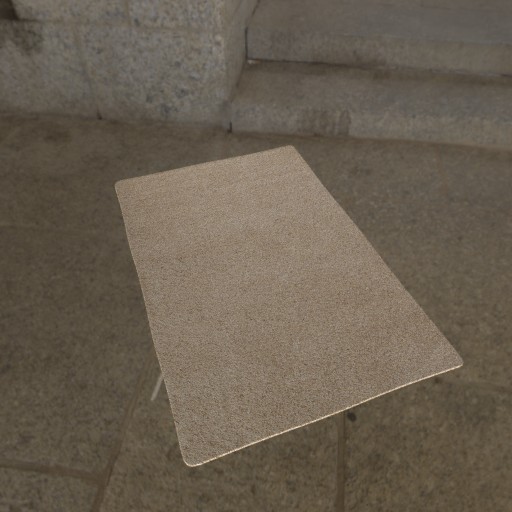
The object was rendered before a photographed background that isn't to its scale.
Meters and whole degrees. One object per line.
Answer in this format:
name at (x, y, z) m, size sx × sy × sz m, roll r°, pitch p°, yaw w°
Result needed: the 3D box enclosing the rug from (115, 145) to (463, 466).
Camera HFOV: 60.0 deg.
rug at (0.000, 0.000, 3.444) m, size 1.801 × 0.024 × 2.700 m, roll -15°, pitch 48°, yaw -14°
